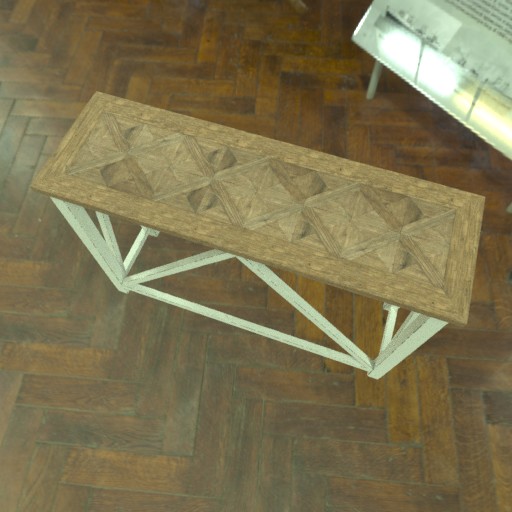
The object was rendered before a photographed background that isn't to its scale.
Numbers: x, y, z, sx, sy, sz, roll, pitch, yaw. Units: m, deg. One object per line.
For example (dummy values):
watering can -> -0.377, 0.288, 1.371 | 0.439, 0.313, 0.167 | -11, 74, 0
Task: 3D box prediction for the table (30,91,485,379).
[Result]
table -> 0.000, 0.000, 1.843 | 1.400, 0.930, 0.450 | 17, 65, 9
